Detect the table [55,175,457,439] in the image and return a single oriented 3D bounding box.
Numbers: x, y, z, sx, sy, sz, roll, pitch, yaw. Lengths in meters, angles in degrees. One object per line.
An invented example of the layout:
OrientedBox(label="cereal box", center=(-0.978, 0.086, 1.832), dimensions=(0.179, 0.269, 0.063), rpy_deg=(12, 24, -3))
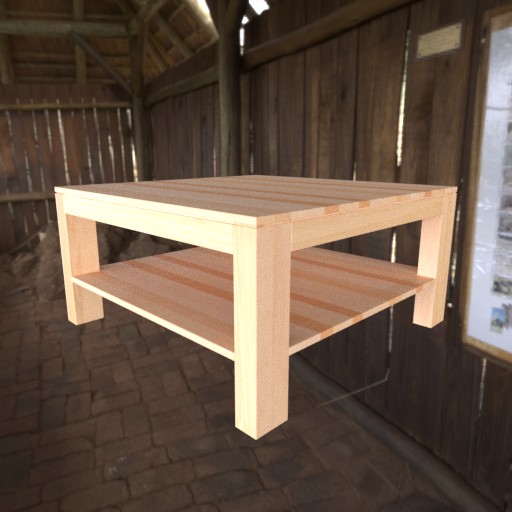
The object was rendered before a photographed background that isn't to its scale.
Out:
OrientedBox(label="table", center=(0.000, 0.000, 1.453), dimensions=(0.900, 0.450, 0.900), rpy_deg=(13, 19, 43))
